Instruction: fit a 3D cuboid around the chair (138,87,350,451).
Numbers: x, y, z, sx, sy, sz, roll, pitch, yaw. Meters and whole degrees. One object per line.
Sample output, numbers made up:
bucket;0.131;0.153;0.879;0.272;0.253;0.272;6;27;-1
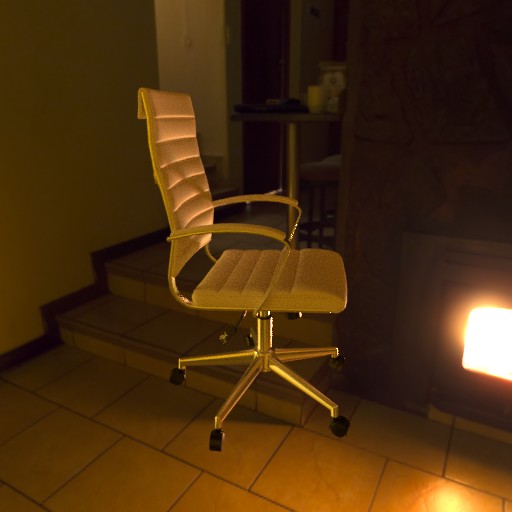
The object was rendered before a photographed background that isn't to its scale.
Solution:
chair;0.000;0.000;1.642;0.739;1.149;0.766;3;18;9
